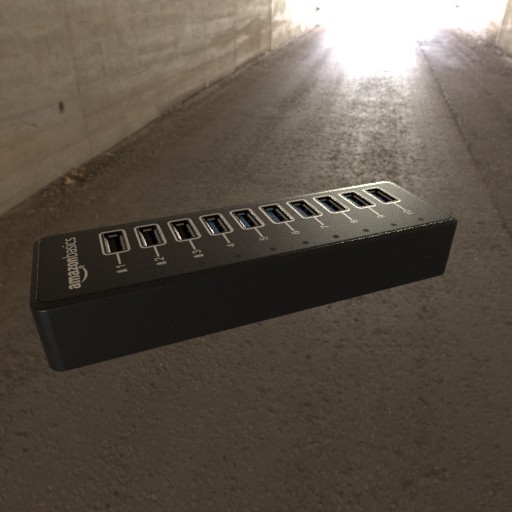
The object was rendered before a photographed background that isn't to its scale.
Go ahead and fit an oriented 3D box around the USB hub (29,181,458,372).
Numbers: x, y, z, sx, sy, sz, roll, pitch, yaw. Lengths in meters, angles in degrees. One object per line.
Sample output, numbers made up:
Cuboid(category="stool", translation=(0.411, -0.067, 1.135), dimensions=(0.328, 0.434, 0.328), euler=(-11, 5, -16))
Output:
Cuboid(category="USB hub", translation=(0.000, 0.000, 0.161), dimensions=(0.145, 0.023, 0.044), euler=(-12, 33, -18))
